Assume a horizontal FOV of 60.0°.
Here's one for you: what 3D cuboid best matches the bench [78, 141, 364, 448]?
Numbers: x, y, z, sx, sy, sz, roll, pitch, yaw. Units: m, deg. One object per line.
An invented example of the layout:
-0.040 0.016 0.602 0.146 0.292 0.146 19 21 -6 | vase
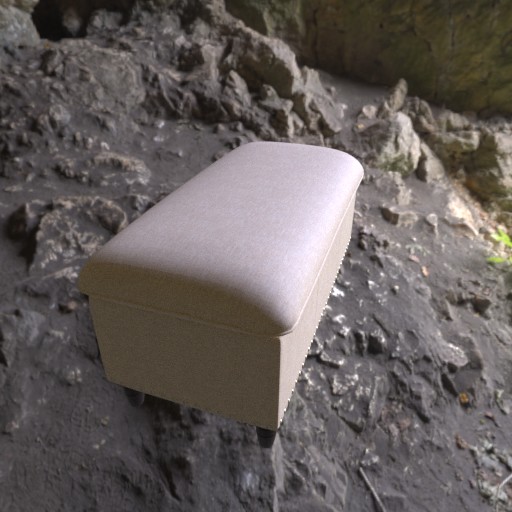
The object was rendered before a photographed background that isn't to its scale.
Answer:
0.000 0.000 1.318 0.483 0.483 0.991 10 32 17 | bench
